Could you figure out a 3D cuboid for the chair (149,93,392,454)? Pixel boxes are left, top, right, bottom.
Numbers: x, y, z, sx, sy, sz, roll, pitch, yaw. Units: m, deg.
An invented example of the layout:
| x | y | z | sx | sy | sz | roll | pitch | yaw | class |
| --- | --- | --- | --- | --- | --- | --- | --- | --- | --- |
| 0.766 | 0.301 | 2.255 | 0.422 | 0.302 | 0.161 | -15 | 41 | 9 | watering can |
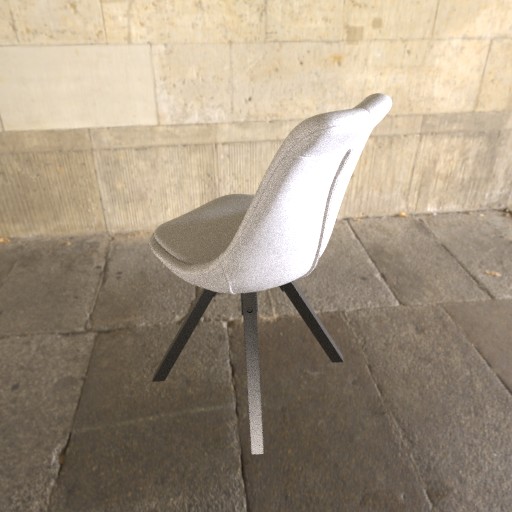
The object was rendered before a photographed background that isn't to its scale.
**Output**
| x | y | z | sx | sy | sz | roll | pitch | yaw | class |
| --- | --- | --- | --- | --- | --- | --- | --- | --- | --- |
| 0.000 | 0.000 | 1.179 | 0.550 | 0.850 | 0.485 | 22 | 38 | 32 | chair |
